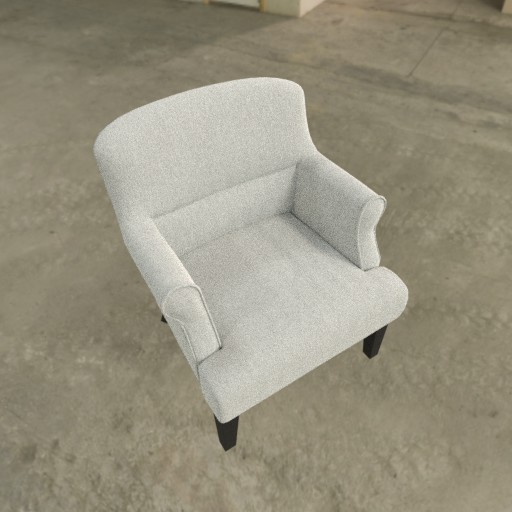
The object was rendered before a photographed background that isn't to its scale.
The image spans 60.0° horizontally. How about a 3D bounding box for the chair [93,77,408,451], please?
[{"bbox_3d":[0.000,0.000,1.474,0.781,0.875,0.750,-25,50,-23],"label":"chair"}]
